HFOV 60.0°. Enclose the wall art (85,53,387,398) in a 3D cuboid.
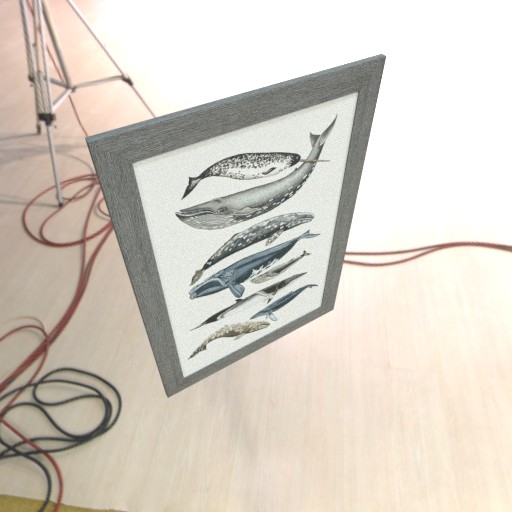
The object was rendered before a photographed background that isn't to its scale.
[{"bbox_3d":[0.000,0.000,1.381,0.768,1.070,0.020,-24,51,-21],"label":"wall art"}]
